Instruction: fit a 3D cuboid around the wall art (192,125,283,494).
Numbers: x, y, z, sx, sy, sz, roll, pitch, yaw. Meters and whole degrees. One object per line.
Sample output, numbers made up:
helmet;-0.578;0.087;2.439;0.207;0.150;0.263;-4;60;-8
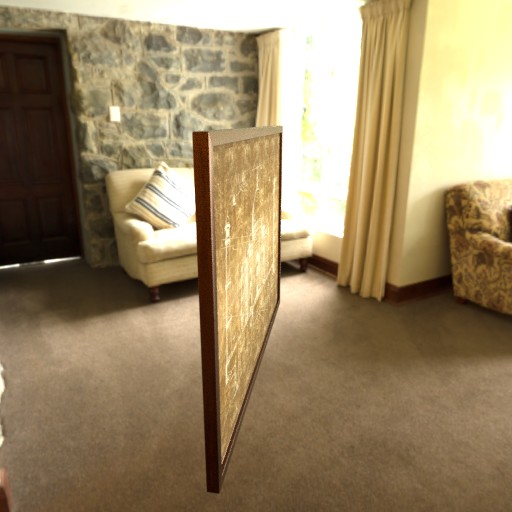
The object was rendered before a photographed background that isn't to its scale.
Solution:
wall art;0.000;0.000;0.546;0.012;0.304;0.431;3;17;10
